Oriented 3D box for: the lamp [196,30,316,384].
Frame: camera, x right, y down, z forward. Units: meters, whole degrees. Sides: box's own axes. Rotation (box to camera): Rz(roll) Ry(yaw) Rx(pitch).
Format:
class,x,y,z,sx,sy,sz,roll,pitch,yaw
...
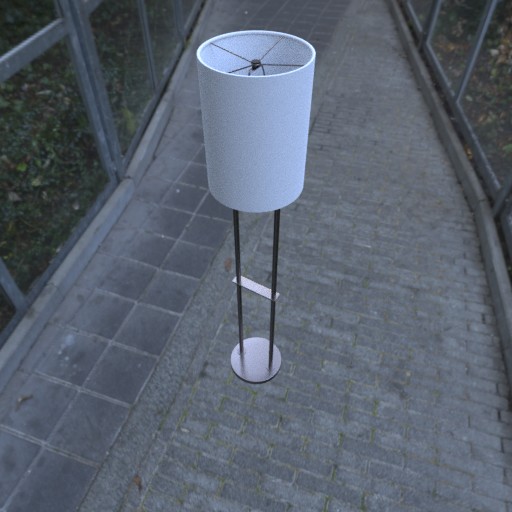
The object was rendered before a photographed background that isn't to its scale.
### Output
class,x,y,z,sx,sy,sz,roll,pitch,yaw
lamp,0.000,0.000,1.674,0.306,1.500,0.305,23,50,21
